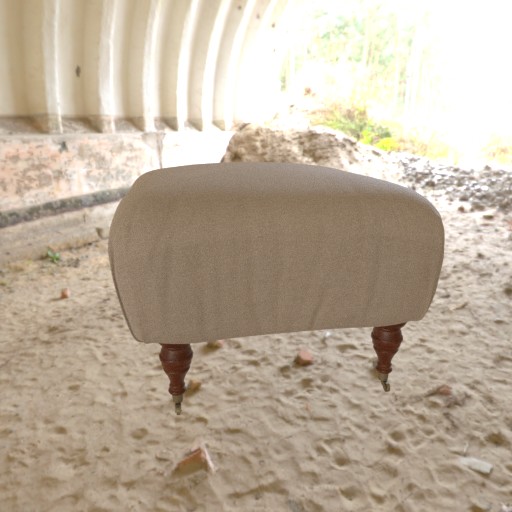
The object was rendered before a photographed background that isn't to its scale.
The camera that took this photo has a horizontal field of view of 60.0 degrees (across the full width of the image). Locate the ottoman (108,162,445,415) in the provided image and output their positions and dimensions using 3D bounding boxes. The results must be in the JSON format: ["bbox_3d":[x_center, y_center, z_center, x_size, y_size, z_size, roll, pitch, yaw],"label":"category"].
[{"bbox_3d":[0.000,0.000,1.116,0.622,0.450,0.746,-3,16,-10],"label":"ottoman"}]
